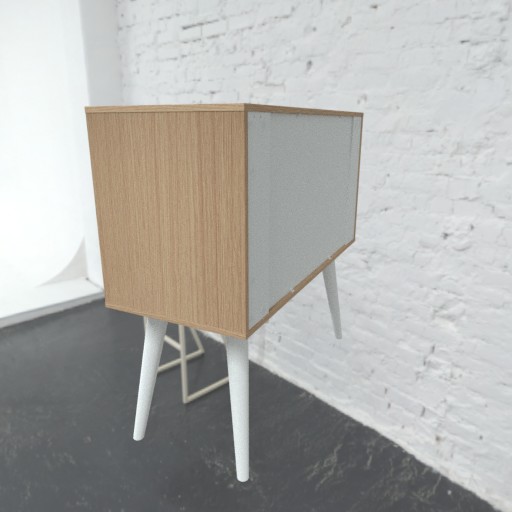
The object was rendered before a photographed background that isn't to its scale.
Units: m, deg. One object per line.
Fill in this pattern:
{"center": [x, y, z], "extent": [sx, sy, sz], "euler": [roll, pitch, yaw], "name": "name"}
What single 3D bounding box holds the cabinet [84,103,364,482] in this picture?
{"center": [0.000, 0.000, 1.627], "extent": [0.470, 1.016, 1.057], "euler": [8, 19, 25], "name": "cabinet"}
